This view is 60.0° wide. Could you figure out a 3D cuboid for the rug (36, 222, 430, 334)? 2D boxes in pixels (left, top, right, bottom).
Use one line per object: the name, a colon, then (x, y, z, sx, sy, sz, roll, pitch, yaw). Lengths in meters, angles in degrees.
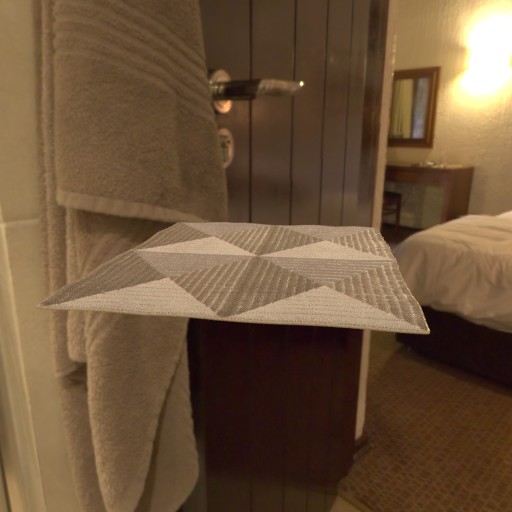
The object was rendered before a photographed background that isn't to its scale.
rug: (0.000, 0.000, 0.899, 0.551, 0.008, 0.642, 2, 16, 9)
